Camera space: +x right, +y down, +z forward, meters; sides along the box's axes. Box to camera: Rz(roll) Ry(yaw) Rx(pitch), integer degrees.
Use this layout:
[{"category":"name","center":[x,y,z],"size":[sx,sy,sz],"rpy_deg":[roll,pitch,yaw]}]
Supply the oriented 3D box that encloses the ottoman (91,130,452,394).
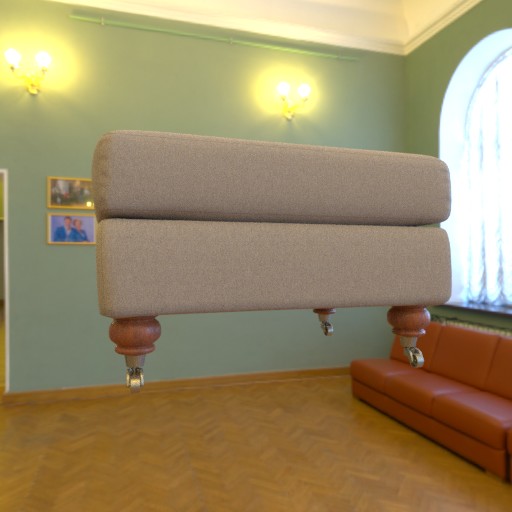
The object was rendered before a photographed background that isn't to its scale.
[{"category":"ottoman","center":[0.000,0.000,1.125],"size":[0.773,0.497,0.574],"rpy_deg":[0,0,-18]}]
